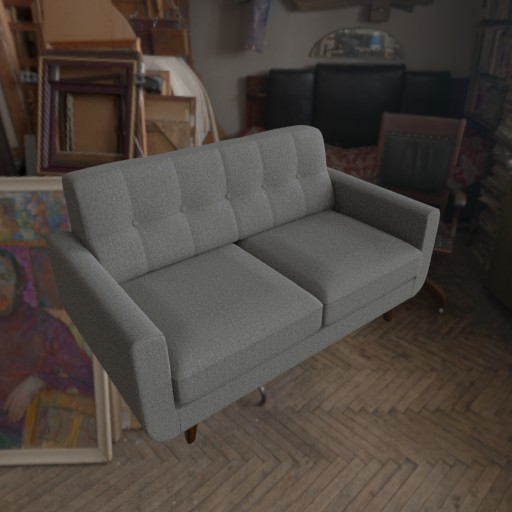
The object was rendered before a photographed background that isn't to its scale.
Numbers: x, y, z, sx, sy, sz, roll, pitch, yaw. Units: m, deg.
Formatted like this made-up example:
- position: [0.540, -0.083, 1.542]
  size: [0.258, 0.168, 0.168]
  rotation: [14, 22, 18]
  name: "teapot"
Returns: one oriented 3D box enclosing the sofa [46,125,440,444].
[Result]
- position: [0.000, 0.000, 2.154]
  size: [1.651, 0.925, 0.952]
  rotation: [-21, 36, -32]
  name: "sofa"
